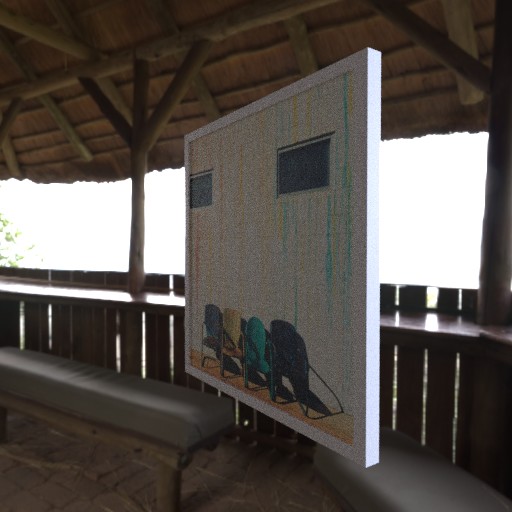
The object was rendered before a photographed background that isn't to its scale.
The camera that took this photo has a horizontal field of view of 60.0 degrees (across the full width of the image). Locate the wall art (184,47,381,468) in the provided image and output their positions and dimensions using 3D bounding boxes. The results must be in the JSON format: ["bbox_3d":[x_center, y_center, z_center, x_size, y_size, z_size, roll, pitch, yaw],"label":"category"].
[{"bbox_3d":[0.000,0.000,1.124,0.036,0.760,0.760,-1,1,-34],"label":"wall art"}]
